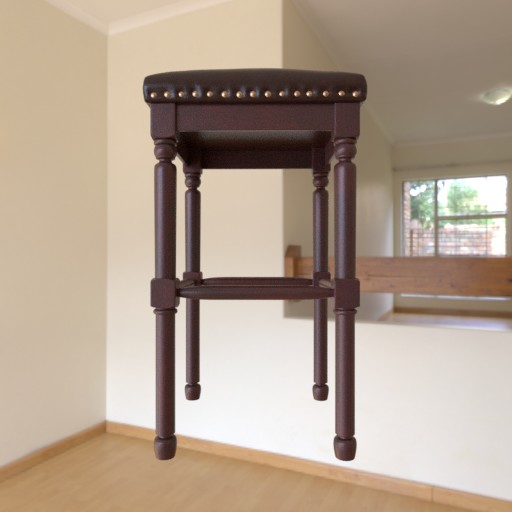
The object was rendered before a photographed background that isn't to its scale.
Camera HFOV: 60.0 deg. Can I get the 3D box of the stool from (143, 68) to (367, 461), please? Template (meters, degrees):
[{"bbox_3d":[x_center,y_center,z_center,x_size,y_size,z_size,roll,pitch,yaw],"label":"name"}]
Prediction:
[{"bbox_3d":[0.000,0.000,0.933,0.382,0.702,0.383,0,0,1],"label":"stool"}]
